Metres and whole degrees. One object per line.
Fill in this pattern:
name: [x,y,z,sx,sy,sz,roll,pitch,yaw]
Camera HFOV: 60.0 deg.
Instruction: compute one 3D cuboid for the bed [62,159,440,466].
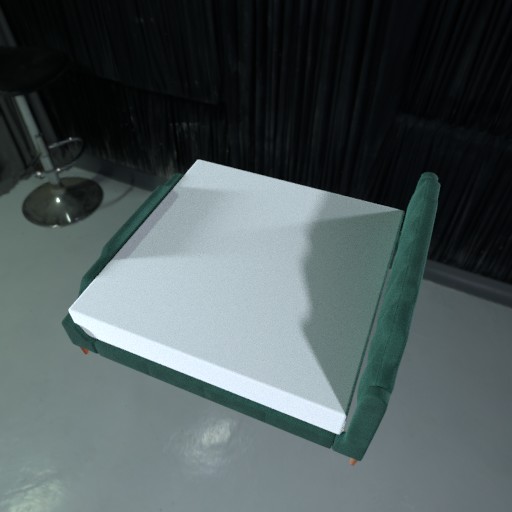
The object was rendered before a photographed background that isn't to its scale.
bed: [0.000,0.000,3.498,2.340,1.245,2.074,17,49,15]
